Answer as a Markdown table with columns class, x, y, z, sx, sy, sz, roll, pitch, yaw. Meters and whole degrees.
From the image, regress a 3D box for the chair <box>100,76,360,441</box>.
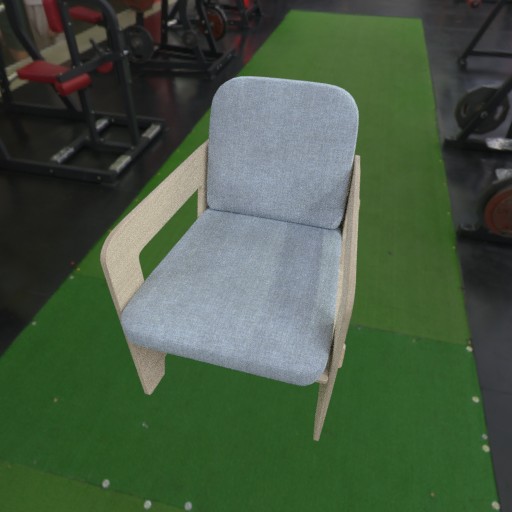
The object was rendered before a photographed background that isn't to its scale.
| class | x | y | z | sx | sy | sz | roll | pitch | yaw |
| --- | --- | --- | --- | --- | --- | --- | --- | --- | --- |
| chair | 0.000 | 0.000 | 1.284 | 0.590 | 0.800 | 0.710 | 11 | 42 | 12 |
